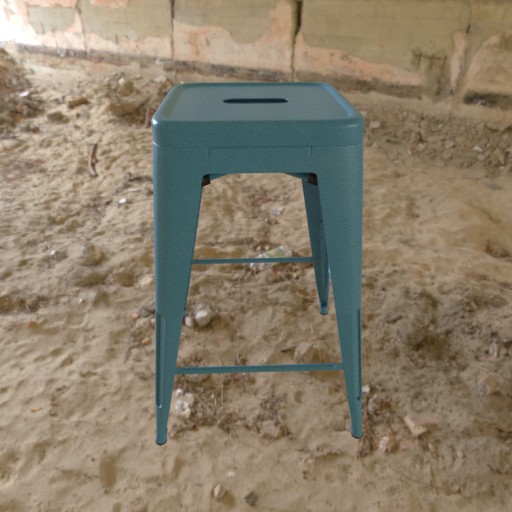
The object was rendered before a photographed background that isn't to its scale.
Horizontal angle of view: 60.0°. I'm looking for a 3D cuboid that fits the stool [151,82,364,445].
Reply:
[{"bbox_3d":[0.000,0.000,0.886,0.410,0.608,0.410,-1,31,-2],"label":"stool"}]
